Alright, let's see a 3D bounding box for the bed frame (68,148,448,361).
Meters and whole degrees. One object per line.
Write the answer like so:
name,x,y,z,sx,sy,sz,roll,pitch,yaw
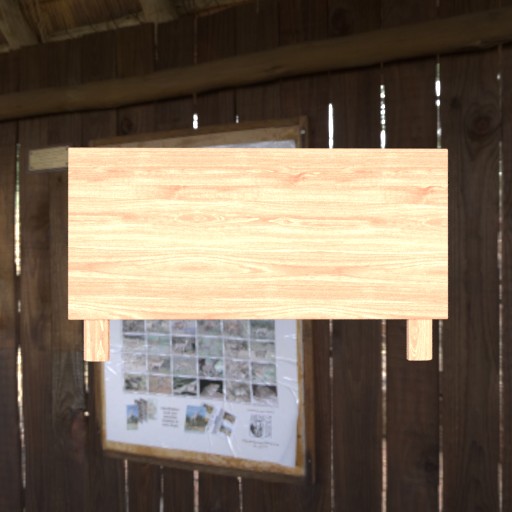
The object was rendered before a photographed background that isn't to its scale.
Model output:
bed frame,0.000,0.000,2.982,1.660,0.940,2.092,0,0,-1
